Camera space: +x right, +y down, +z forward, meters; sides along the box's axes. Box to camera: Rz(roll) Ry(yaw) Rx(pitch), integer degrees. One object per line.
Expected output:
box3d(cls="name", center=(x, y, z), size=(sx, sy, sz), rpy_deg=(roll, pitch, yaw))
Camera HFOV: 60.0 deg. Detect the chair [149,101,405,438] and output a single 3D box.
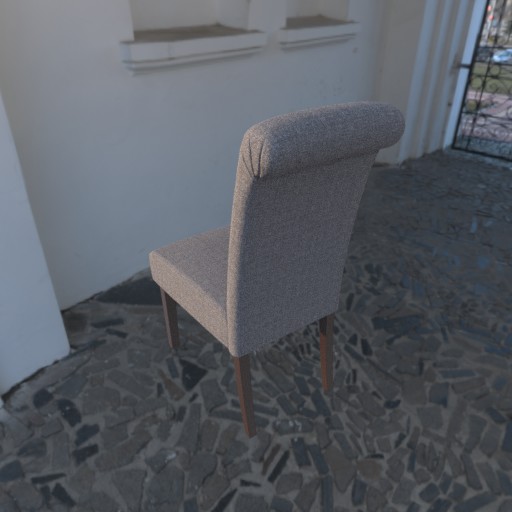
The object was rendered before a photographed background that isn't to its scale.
box3d(cls="chair", center=(0.000, 0.000, 1.396), size=(0.456, 1.006, 0.671), rpy_deg=(-20, 36, -30))
